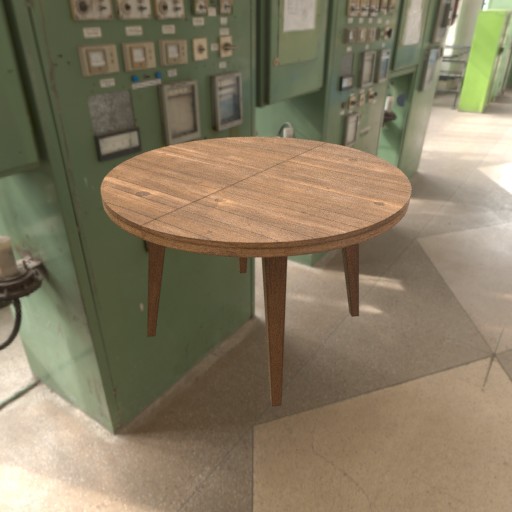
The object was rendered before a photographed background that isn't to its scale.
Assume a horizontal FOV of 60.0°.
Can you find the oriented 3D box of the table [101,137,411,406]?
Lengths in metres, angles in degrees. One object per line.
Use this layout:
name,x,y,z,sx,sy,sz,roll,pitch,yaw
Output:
table,0.000,0.000,1.995,1.213,0.764,1.213,0,29,0
